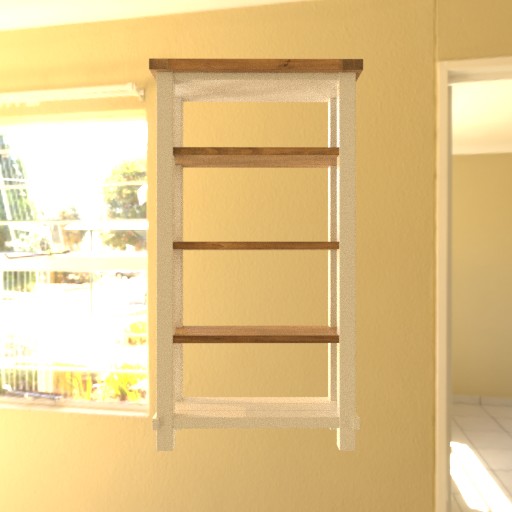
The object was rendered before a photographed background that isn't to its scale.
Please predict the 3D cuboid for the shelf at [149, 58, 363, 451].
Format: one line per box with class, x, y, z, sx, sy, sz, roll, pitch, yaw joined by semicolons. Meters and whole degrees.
shelf;0.000;0.000;2.297;1.022;1.878;0.381;0;0;0
